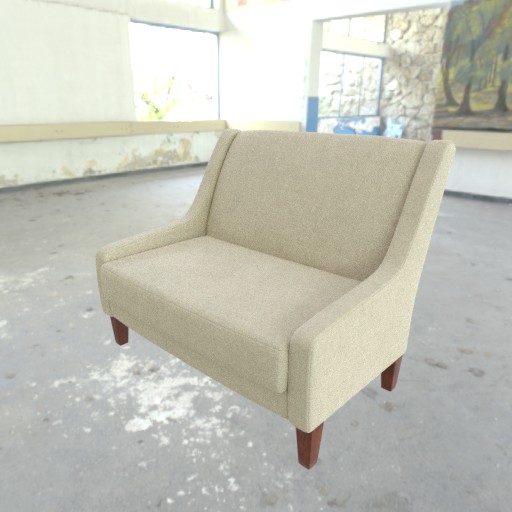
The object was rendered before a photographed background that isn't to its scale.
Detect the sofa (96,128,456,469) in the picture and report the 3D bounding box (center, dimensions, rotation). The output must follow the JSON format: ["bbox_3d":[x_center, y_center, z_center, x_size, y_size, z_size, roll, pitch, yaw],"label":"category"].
[{"bbox_3d":[0.000,0.000,1.883,1.212,0.976,0.946,17,25,40],"label":"sofa"}]
